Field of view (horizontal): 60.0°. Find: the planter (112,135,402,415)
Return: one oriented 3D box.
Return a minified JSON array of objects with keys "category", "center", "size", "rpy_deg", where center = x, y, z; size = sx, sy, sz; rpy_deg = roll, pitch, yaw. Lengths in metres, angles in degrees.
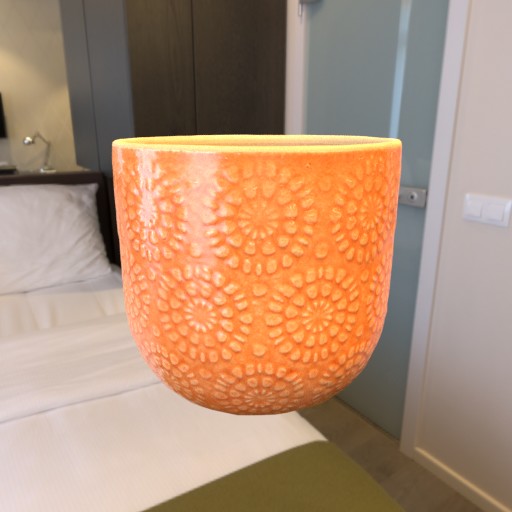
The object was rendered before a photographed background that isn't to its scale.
[{"category":"planter","center":[0.000,0.000,0.283],"size":[0.170,0.152,0.170],"rpy_deg":[0,17,0]}]
